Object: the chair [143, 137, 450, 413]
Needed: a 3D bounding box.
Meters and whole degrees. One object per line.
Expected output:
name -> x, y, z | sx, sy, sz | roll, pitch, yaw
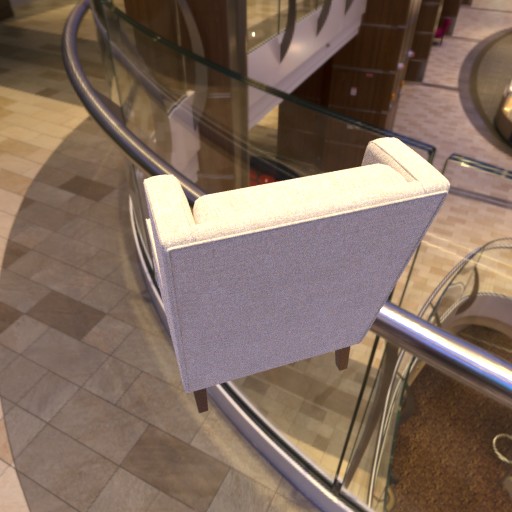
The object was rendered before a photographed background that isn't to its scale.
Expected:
chair -> 0.000, 0.000, 1.733 | 0.764, 1.082, 0.948 | -13, 43, -14
